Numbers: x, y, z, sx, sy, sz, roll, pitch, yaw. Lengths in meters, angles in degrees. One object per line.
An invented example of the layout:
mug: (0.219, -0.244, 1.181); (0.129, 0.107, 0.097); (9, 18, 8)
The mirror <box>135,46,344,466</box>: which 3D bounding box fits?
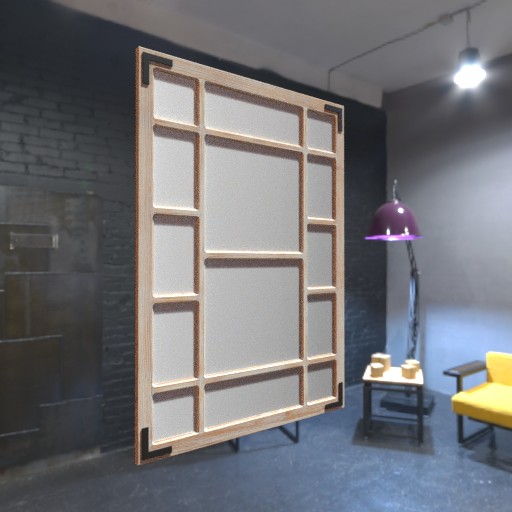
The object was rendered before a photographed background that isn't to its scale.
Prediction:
mirror: (0.000, 0.000, 1.265); (0.705, 0.996, 0.025); (0, -1, -36)
